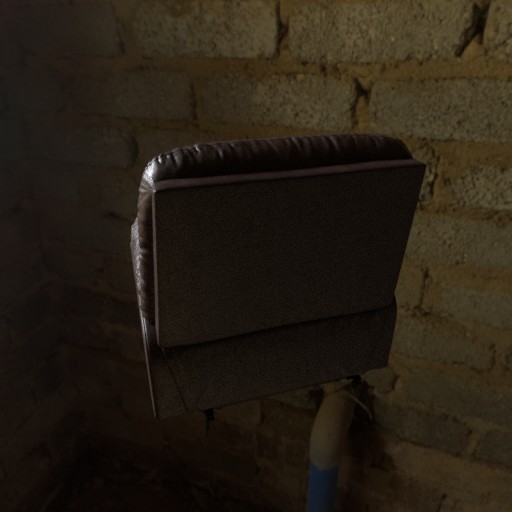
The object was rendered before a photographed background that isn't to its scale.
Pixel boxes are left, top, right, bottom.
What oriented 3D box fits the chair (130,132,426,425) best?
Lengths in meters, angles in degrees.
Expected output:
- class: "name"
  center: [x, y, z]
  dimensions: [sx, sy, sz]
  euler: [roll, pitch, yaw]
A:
- class: "chair"
  center: [0.000, 0.000, 1.745]
  dimensions: [0.940, 1.041, 0.879]
  euler: [-8, 28, -16]
